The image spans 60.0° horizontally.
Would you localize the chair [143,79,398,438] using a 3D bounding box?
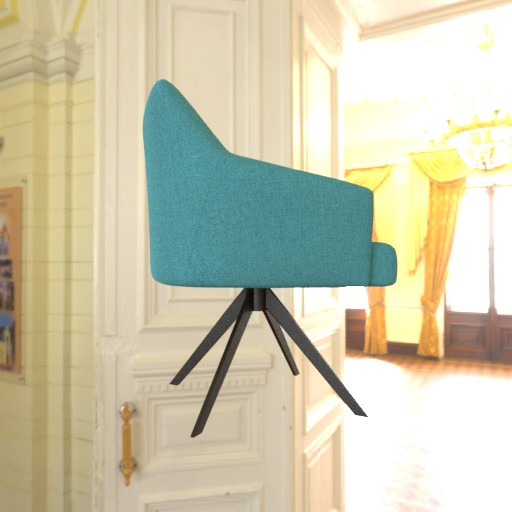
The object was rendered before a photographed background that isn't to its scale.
[{"bbox_3d":[0.000,0.000,1.366,0.677,0.874,0.642,0,-1,-17],"label":"chair"}]
